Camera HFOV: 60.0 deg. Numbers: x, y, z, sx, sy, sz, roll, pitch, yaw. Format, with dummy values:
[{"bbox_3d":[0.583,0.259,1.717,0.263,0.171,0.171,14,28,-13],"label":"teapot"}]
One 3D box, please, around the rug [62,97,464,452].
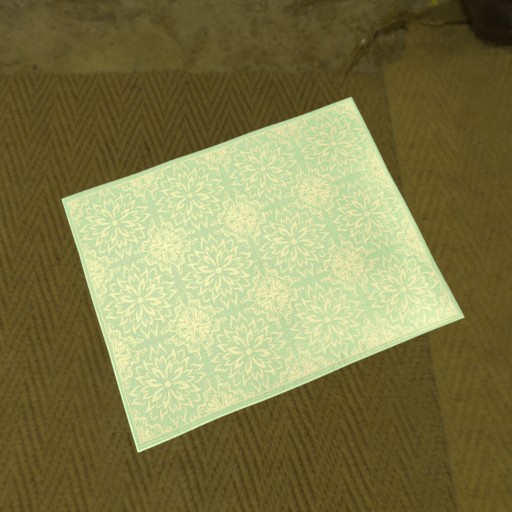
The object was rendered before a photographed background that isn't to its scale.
[{"bbox_3d":[0.000,0.000,4.004,2.980,0.012,2.363,-21,76,-5],"label":"rug"}]
